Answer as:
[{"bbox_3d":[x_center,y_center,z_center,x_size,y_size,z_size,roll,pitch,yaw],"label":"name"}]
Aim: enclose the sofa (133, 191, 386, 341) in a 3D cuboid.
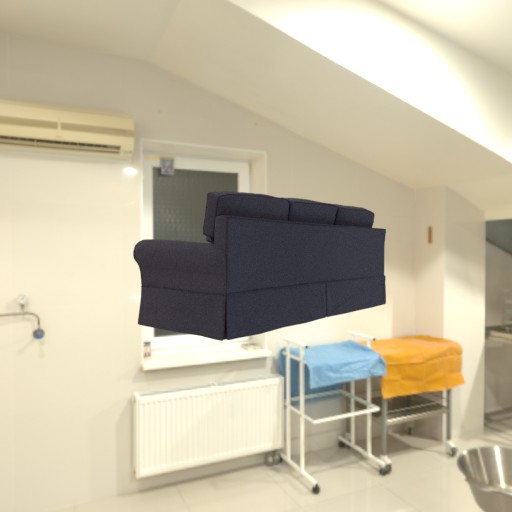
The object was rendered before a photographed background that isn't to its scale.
[{"bbox_3d":[0.000,0.000,5.180,2.874,1.169,3.773,0,1,-18],"label":"sofa"}]
